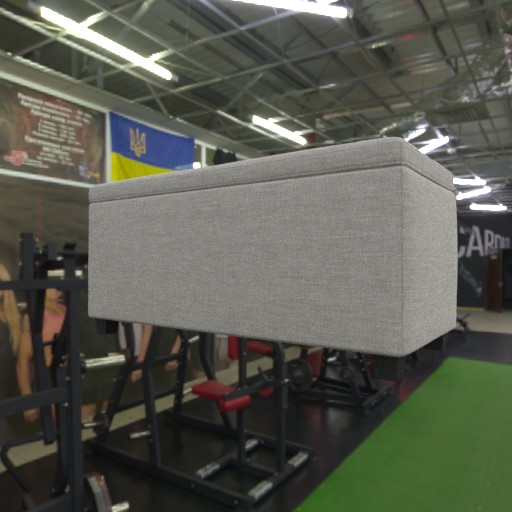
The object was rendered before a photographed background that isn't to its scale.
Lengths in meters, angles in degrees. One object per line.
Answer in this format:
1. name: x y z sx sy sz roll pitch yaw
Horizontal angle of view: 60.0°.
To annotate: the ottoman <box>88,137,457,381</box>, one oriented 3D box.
1. ottoman: 0.000 0.000 1.142 0.902 0.432 0.419 0 0 36
